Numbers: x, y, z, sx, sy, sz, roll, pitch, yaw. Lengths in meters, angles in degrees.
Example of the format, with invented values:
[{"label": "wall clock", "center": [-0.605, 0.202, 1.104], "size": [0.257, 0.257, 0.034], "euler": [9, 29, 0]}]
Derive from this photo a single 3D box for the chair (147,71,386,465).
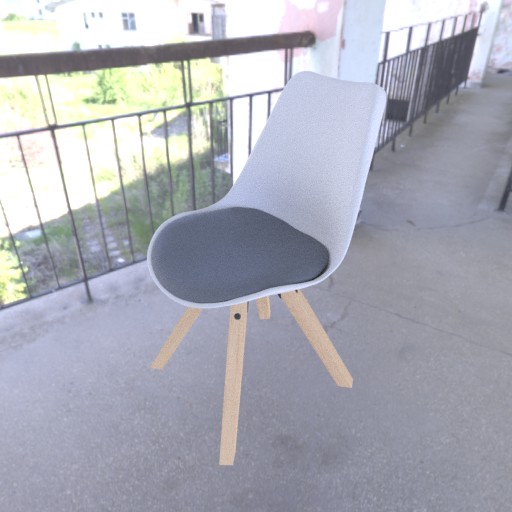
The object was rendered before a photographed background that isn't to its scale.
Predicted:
[{"label": "chair", "center": [0.000, 0.000, 1.179], "size": [0.550, 0.850, 0.485], "euler": [-21, 36, -30]}]
